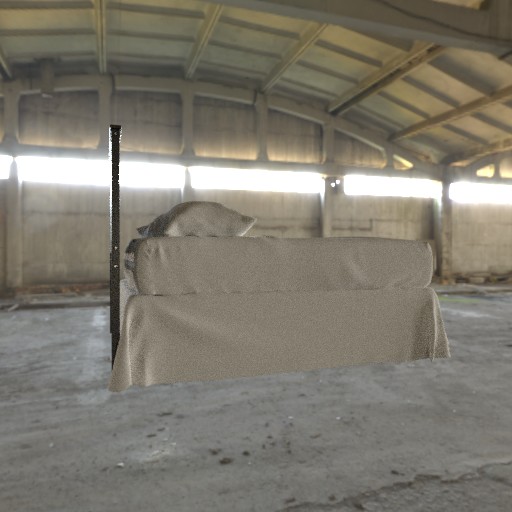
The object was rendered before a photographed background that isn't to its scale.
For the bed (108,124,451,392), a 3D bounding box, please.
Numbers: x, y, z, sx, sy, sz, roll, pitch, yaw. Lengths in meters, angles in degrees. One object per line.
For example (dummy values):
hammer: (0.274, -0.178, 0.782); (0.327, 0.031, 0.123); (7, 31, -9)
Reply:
bed: (0.000, 0.000, 3.228); (2.050, 1.270, 1.870); (0, 0, -19)
